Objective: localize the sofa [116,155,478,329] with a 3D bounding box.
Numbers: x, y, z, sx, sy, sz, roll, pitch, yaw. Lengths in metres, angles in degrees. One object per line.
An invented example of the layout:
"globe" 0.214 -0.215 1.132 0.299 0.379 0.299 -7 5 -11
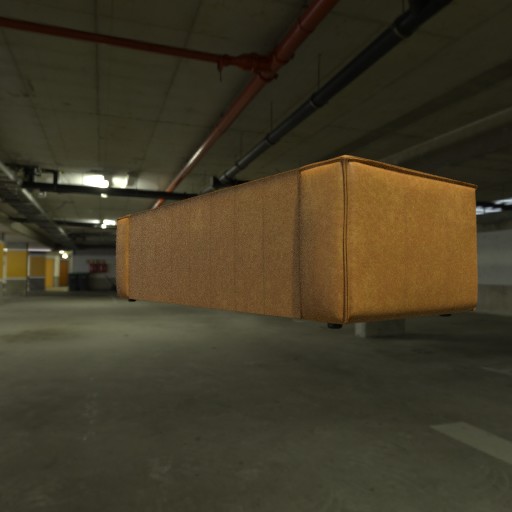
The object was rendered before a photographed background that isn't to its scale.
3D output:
"sofa" 0.000 0.000 3.029 1.102 0.701 2.581 2 -3 -37
